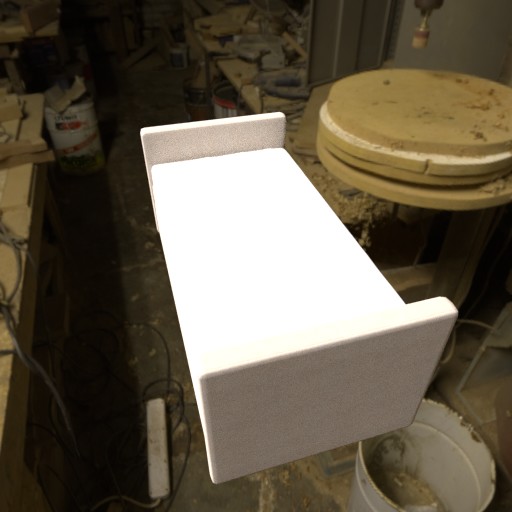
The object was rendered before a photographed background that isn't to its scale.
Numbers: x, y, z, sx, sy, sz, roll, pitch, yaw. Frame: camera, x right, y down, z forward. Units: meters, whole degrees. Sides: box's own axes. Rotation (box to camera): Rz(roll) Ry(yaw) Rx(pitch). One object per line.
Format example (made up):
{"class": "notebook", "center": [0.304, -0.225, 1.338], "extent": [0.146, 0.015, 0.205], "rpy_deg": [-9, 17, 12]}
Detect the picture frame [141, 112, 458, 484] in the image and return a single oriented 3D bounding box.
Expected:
{"class": "picture frame", "center": [0.000, 0.000, 2.724], "extent": [1.069, 0.891, 2.161], "rpy_deg": [-11, 41, -13]}
